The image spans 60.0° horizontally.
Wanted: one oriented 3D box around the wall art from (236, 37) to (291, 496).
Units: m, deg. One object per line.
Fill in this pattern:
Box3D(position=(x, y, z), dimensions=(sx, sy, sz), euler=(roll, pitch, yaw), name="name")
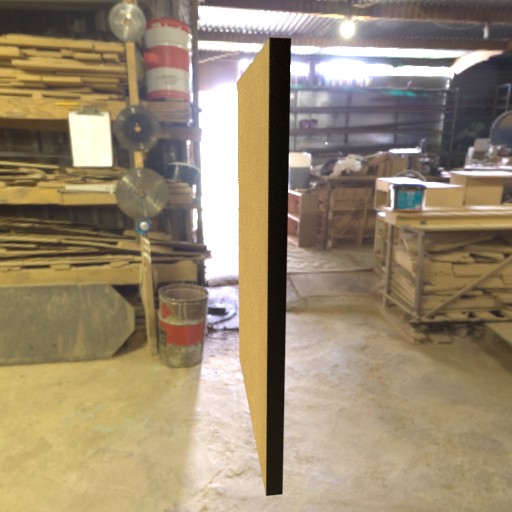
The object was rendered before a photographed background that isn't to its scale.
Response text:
Box3D(position=(0.000, 0.000, 0.573), dimensions=(0.019, 0.455, 0.314), euler=(-2, 15, -7), name="wall art")
